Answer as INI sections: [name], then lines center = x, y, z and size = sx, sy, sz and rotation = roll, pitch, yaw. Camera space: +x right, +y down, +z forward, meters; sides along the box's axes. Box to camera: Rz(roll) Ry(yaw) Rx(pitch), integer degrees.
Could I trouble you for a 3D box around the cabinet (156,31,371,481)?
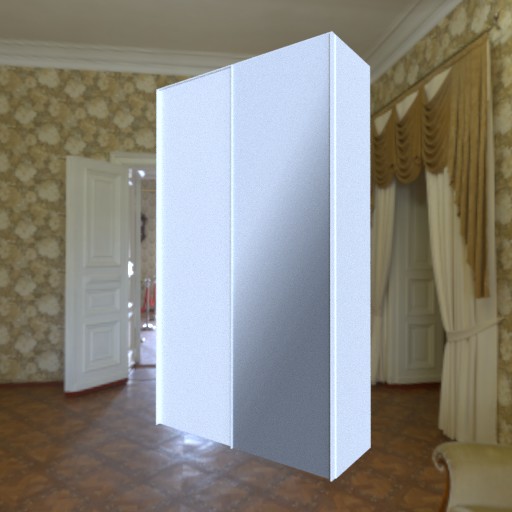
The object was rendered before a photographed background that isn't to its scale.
[cabinet]
center = 0.000, 0.000, 2.679
size = 1.250, 2.160, 0.480
rotation = 0, 0, 36
